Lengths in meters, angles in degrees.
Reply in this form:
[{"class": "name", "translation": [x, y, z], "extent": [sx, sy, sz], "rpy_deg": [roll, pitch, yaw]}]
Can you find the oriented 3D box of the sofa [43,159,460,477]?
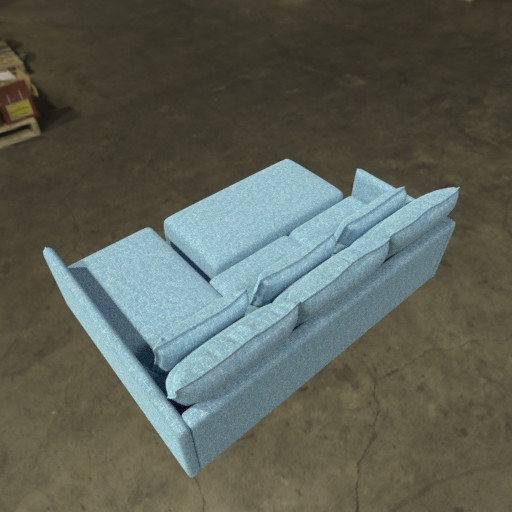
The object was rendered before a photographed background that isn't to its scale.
[{"class": "sofa", "translation": [0.000, 0.000, 2.743], "extent": [2.034, 0.899, 1.420], "rpy_deg": [-31, 53, -27]}]
